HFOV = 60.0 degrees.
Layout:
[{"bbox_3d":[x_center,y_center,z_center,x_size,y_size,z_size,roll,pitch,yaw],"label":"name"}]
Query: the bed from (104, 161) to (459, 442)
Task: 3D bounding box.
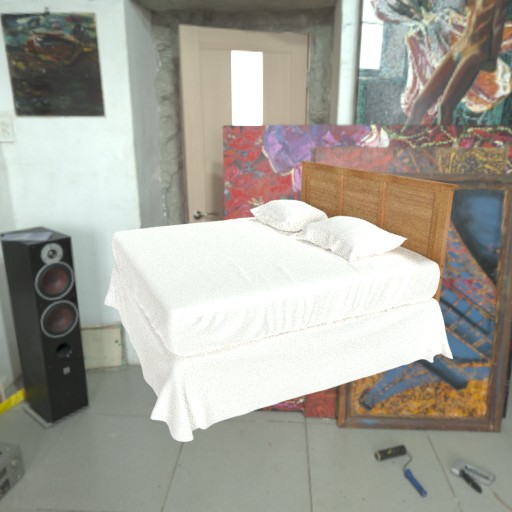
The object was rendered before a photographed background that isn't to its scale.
[{"bbox_3d":[0.000,0.000,3.611,2.215,1.270,2.317,-8,19,-25],"label":"bed"}]
